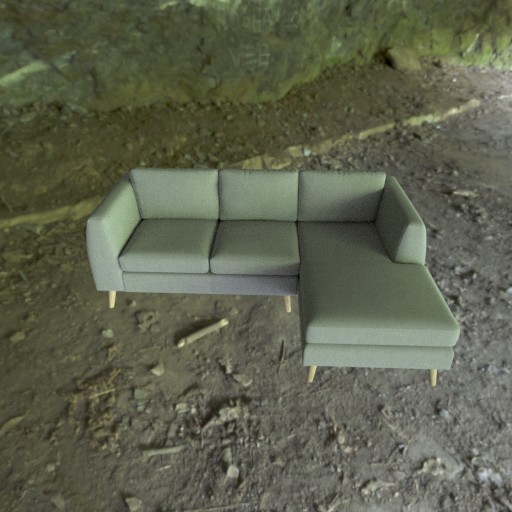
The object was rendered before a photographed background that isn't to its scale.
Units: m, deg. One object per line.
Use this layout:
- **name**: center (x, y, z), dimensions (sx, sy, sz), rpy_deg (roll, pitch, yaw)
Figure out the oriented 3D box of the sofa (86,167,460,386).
- **sofa**: center (0.000, 0.000, 3.100), dimensions (2.300, 0.860, 1.580), rpy_deg (1, 31, 2)
